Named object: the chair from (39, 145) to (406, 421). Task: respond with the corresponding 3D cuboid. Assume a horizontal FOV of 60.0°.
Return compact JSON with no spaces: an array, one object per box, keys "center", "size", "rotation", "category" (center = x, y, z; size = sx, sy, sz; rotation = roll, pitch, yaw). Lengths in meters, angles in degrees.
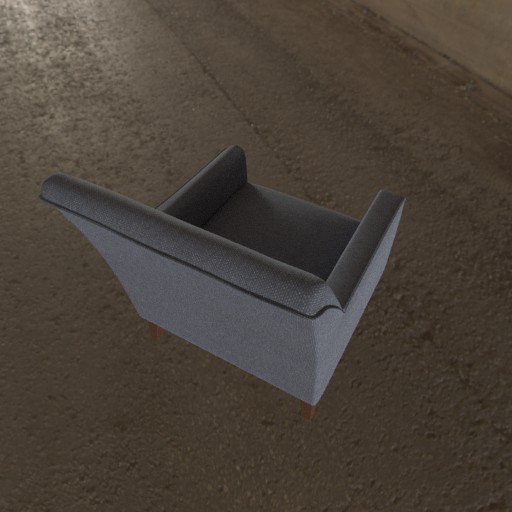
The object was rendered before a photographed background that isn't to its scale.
[{"center":[0.000,0.000,1.554],"size":[0.780,0.919,0.899],"rotation":[22,50,20],"category":"chair"}]
